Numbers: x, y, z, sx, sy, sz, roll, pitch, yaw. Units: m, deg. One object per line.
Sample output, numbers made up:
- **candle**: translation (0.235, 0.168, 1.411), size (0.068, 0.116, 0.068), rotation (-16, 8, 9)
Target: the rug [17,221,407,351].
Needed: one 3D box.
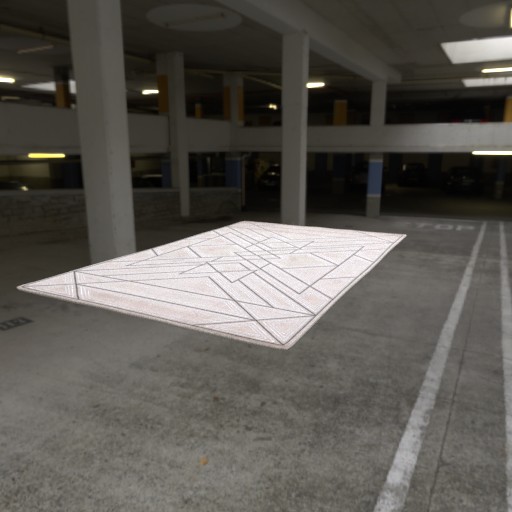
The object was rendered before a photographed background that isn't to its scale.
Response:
- **rug**: translation (0.000, 0.000, 3.026), size (1.575, 0.023, 2.459), rotation (7, 16, 27)
